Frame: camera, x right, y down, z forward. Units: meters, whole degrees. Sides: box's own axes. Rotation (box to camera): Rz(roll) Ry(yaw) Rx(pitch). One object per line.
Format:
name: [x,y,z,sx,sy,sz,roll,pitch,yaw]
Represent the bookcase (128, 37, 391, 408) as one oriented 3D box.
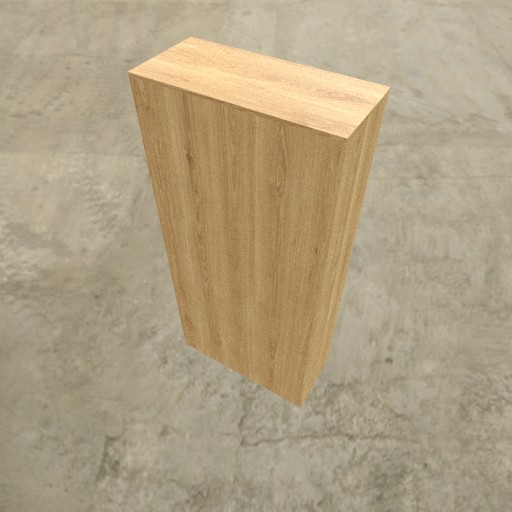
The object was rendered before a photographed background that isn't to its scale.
bookcase: [0.000,0.000,2.468,0.950,2.020,0.420,24,51,21]
